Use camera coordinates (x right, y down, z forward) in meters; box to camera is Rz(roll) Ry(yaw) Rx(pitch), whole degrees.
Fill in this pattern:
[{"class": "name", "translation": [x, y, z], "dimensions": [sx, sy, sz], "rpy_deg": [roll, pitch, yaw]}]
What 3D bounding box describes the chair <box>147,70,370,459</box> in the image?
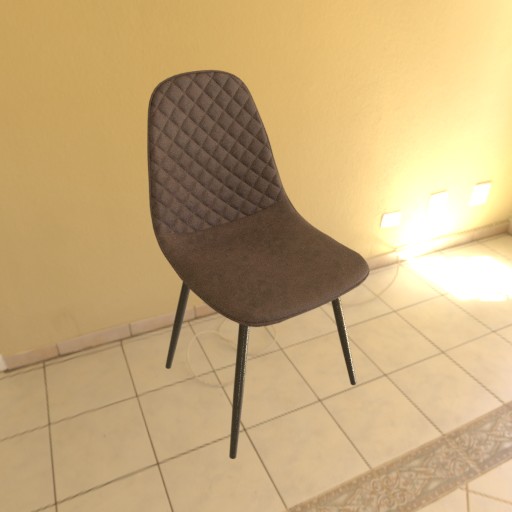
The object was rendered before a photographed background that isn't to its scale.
[{"class": "chair", "translation": [0.000, 0.000, 1.225], "dimensions": [0.472, 0.889, 0.561], "rpy_deg": [-20, 36, -29]}]
